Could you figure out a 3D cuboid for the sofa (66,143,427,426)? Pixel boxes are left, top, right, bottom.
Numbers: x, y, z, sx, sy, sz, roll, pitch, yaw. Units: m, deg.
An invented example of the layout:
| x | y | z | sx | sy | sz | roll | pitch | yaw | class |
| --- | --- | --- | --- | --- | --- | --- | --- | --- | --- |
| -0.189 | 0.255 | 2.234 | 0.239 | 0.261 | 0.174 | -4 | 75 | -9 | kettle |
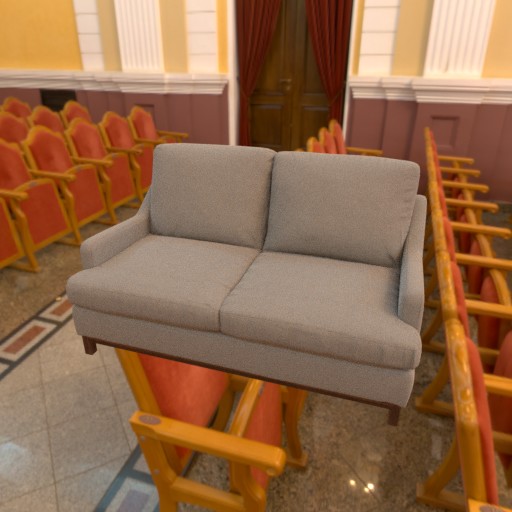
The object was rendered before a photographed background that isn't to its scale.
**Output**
| x | y | z | sx | sy | sz | roll | pitch | yaw | class |
| --- | --- | --- | --- | --- | --- | --- | --- | --- | --- |
| 0.000 | 0.000 | 2.216 | 1.589 | 0.921 | 0.987 | 8 | 27 | 16 | sofa |
